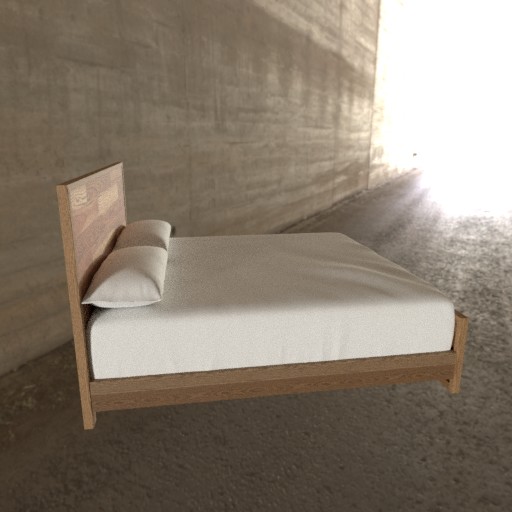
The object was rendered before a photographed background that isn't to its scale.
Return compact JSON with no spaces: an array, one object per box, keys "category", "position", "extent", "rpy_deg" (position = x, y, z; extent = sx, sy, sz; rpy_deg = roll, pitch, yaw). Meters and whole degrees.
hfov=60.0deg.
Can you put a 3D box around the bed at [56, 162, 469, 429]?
[{"category":"bed","position":[0.000,0.000,3.327],"extent":[2.184,1.295,2.013],"rpy_deg":[-2,15,-9]}]
